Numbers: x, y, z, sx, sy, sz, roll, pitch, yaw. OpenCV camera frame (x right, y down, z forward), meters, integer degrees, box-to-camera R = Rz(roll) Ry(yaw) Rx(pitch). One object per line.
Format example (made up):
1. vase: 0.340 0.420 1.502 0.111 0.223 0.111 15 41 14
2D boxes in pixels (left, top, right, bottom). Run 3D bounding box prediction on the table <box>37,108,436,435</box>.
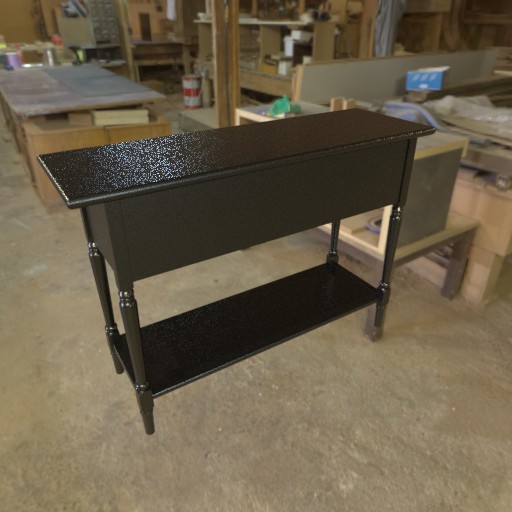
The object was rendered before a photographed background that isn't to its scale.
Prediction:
1. table: 0.000 0.000 1.556 1.191 0.819 0.386 -17 34 -28
